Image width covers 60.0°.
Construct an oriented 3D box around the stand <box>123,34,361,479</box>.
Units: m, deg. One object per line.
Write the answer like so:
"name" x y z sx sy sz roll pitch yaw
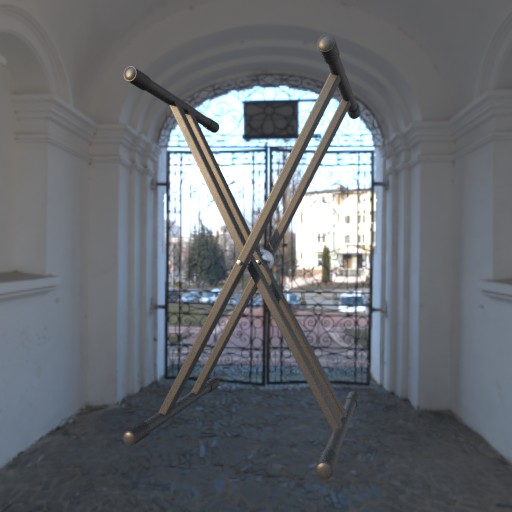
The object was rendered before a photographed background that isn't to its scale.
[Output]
"stand" 0.000 0.000 1.200 0.503 0.900 0.495 0 0 19
